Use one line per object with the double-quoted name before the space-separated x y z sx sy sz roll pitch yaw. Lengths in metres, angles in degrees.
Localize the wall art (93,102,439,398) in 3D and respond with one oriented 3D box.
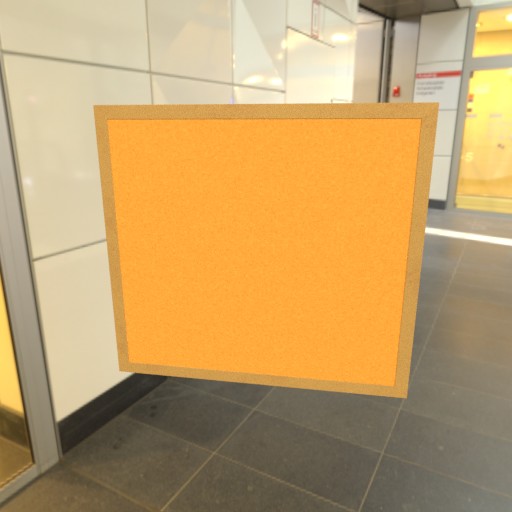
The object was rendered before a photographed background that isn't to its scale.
"wall art" 0.000 0.000 1.643 1.168 1.067 0.025 3 17 9
